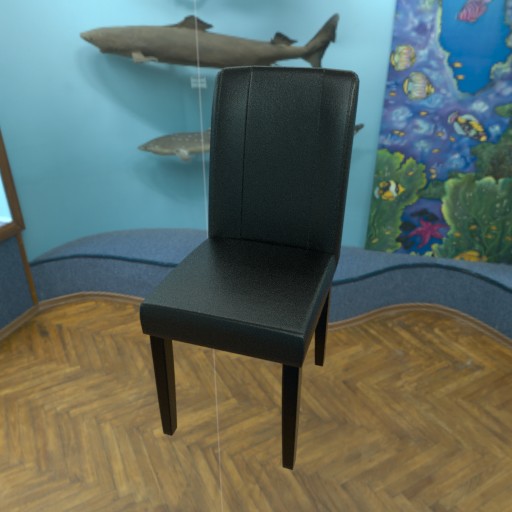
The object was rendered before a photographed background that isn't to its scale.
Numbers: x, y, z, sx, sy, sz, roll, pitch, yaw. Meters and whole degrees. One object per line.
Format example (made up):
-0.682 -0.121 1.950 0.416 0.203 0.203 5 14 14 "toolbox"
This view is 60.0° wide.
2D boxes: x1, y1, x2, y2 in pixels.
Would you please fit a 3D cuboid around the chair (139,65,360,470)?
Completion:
0.000 0.000 1.176 0.399 0.897 0.556 8 28 16 "chair"
